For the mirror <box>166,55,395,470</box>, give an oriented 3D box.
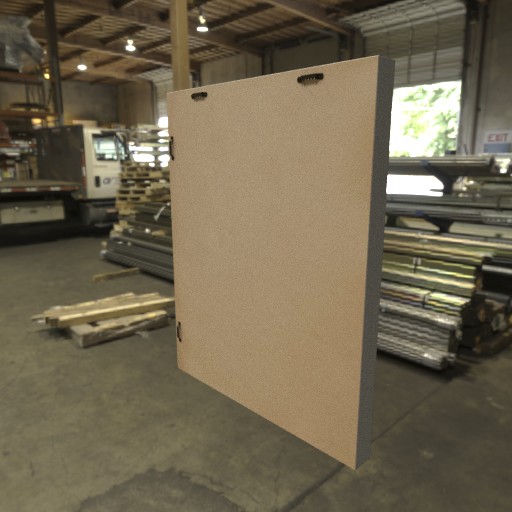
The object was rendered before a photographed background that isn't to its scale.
[{"bbox_3d":[0.000,0.000,0.678,0.041,0.508,0.405,-12,17,-43],"label":"mirror"}]
